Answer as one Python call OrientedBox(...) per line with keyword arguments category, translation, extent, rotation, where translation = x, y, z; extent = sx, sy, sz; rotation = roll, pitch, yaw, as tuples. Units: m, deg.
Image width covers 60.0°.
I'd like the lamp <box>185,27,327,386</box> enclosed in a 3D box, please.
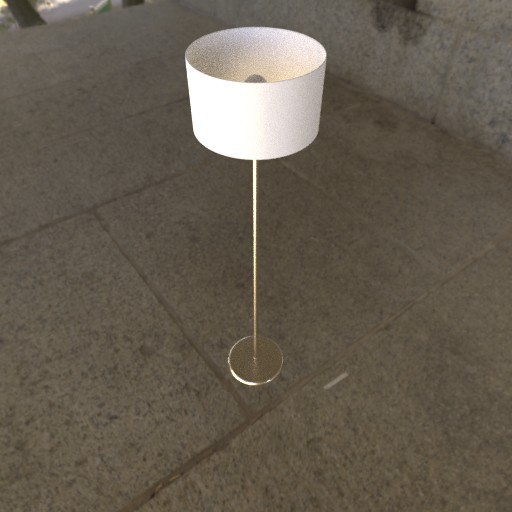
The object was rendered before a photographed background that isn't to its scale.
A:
OrientedBox(category="lamp", translation=(0.000, 0.000, 1.610), extent=(0.347, 1.443, 0.347), rotation=(18, 48, 17))
